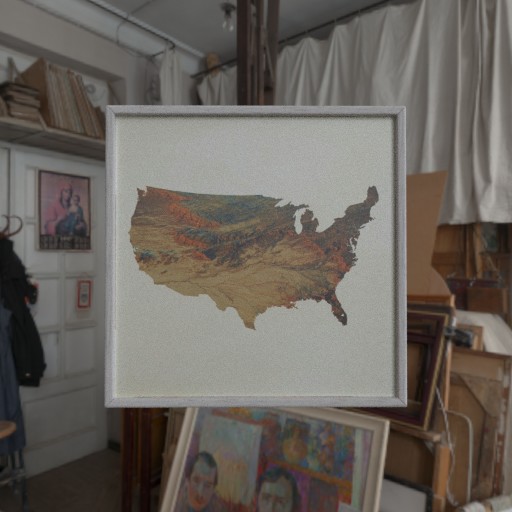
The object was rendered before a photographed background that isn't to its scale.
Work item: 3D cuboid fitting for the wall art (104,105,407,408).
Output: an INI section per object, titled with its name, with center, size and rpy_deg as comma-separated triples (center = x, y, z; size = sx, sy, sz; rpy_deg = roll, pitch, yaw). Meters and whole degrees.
[wall art]
center = 0.000, 0.000, 1.930
size = 1.287, 1.288, 0.078
rpy_deg = 0, -1, 0
